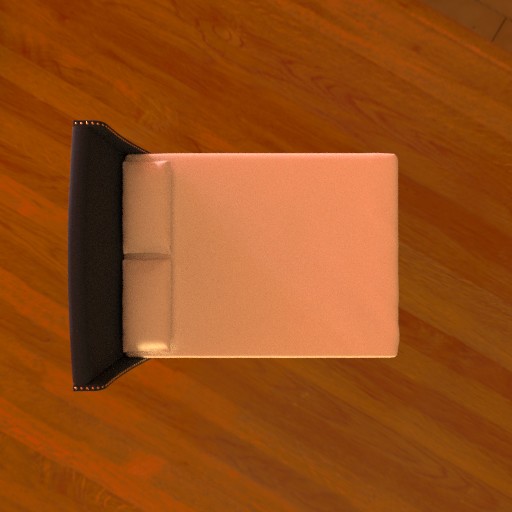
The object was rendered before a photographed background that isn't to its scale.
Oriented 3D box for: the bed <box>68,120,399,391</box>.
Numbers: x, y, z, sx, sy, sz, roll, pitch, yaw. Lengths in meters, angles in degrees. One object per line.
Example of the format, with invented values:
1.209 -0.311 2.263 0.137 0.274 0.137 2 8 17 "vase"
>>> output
0.000 0.000 3.212 2.223 1.402 1.604 0 90 0 "bed"
